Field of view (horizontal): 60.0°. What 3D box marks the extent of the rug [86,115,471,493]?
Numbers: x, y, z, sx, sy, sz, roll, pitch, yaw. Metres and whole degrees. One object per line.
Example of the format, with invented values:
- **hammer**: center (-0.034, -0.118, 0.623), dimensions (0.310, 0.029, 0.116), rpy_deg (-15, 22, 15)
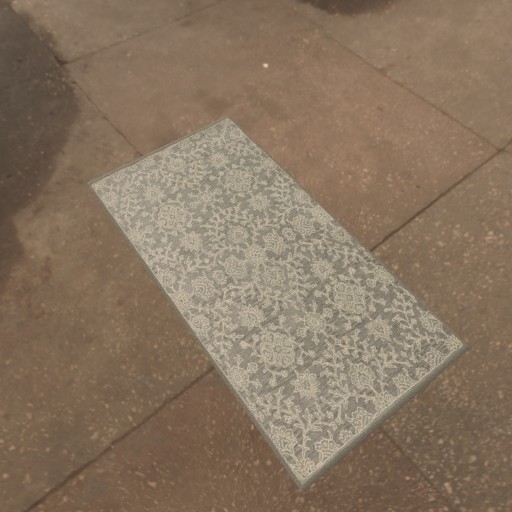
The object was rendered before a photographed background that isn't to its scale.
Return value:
- **rug**: center (0.000, 0.000, 3.565), dimensions (1.546, 0.011, 3.048), rpy_deg (-32, 63, -19)
